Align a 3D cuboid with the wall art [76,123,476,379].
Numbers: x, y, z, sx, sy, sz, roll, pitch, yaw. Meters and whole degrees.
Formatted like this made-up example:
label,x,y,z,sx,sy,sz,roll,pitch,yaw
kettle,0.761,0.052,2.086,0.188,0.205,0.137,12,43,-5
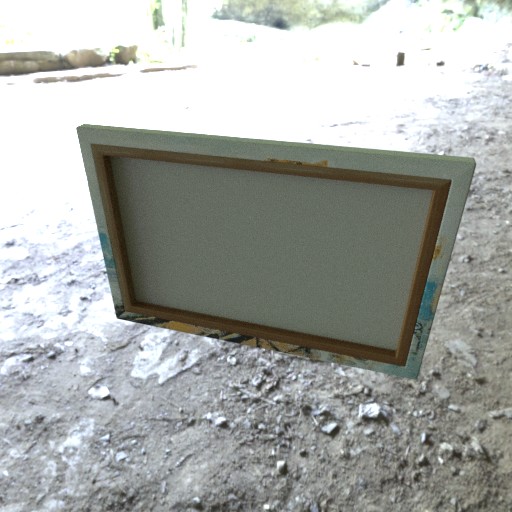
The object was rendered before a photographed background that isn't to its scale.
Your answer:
label,x,y,z,sx,sy,sz,roll,pitch,yaw
wall art,0.000,0.000,1.154,0.913,0.609,0.038,9,33,14
